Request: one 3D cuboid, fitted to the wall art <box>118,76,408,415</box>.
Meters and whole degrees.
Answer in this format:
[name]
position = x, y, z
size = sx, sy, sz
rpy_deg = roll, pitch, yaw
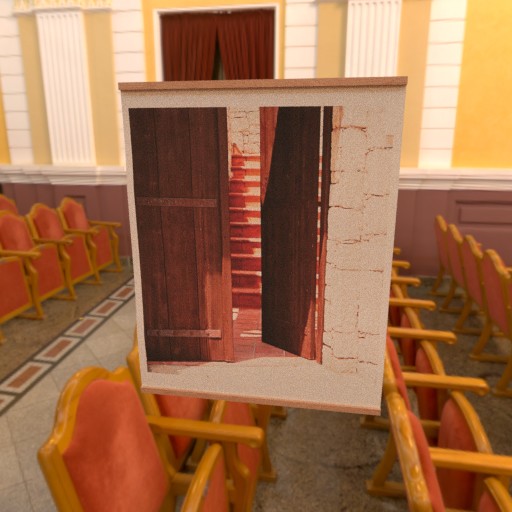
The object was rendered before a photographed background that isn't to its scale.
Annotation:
[wall art]
position = 0.000, 0.000, 0.684
size = 0.406, 0.508, 0.013
rpy_deg = 2, 15, 9
